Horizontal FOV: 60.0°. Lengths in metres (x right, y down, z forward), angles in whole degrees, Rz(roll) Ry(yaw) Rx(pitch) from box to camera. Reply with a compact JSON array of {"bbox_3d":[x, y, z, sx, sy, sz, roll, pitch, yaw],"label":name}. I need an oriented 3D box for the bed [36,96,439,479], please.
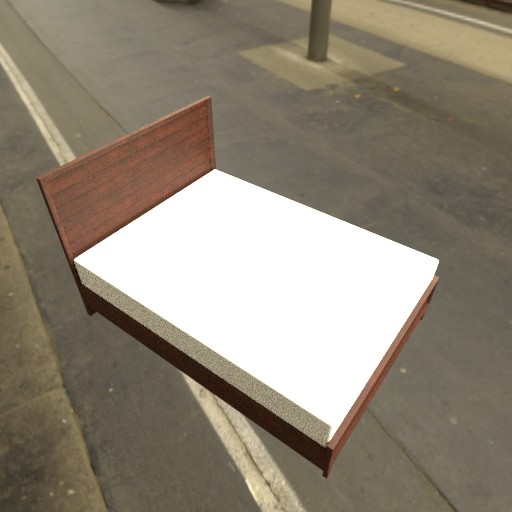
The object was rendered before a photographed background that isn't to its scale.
[{"bbox_3d":[0.000,0.000,3.140,2.184,1.270,1.600,26,48,26],"label":"bed"}]
